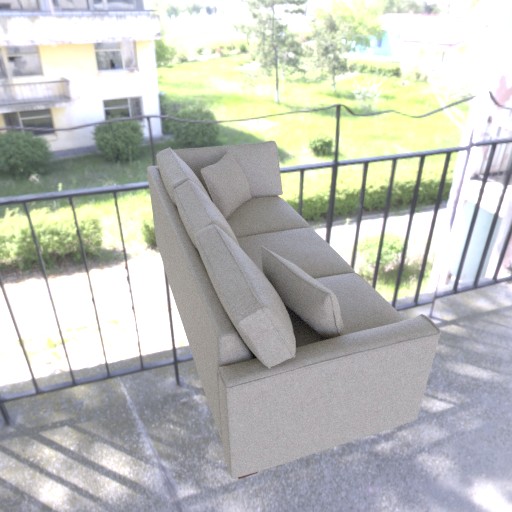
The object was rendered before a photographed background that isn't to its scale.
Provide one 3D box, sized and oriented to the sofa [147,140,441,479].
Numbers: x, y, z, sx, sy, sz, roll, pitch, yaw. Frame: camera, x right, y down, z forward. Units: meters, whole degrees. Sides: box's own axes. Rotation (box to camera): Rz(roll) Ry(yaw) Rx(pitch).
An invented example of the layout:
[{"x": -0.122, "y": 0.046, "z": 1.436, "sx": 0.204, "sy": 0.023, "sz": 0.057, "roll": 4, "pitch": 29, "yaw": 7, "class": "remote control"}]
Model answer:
[{"x": 0.000, "y": 0.000, "z": 2.851, "sx": 1.061, "sy": 0.962, "sz": 2.317, "roll": -10, "pitch": 32, "yaw": -17, "class": "sofa"}]
